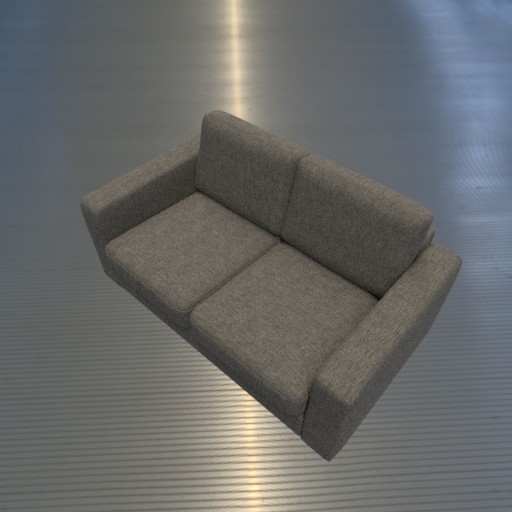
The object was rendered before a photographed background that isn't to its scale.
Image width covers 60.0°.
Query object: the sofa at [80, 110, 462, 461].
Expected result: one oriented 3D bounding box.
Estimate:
[{"bbox_3d":[0.000,0.000,2.037,1.520,0.800,0.900,33,55,27],"label":"sofa"}]
